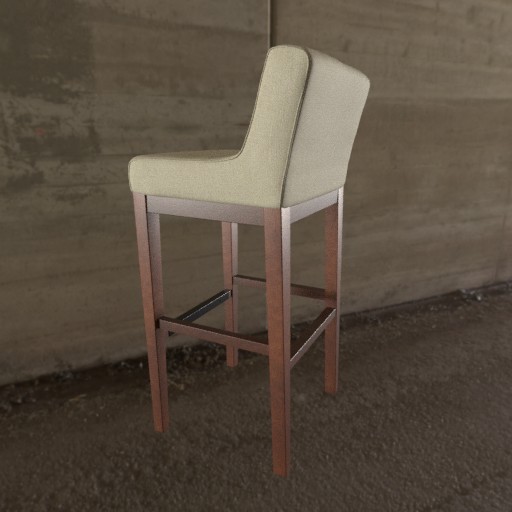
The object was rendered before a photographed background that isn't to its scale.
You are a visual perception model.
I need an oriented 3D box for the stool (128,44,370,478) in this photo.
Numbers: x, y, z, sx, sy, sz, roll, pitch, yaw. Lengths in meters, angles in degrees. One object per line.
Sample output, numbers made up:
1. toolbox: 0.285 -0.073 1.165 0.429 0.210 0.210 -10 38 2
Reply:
1. stool: 0.000 0.000 1.297 0.500 1.037 0.511 8 17 26
